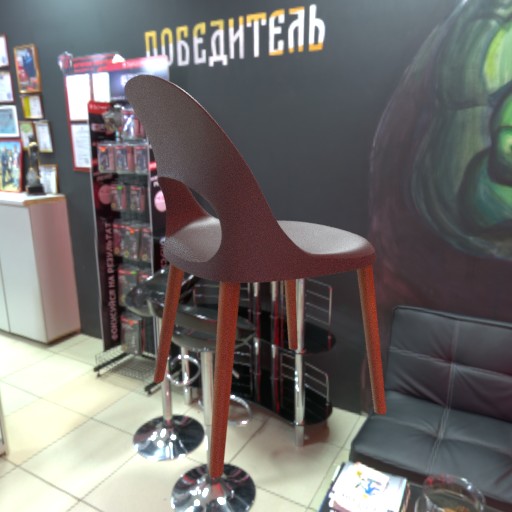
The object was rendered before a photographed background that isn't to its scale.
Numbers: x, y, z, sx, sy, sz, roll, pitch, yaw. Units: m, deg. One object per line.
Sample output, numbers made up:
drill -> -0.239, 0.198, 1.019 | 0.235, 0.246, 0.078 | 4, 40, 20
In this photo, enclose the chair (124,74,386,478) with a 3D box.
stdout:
chair -> 0.000, 0.000, 1.100 | 0.556, 0.795, 0.470 | -7, 16, -27
